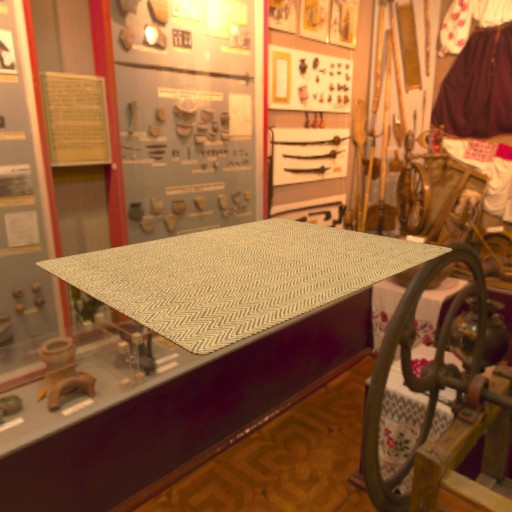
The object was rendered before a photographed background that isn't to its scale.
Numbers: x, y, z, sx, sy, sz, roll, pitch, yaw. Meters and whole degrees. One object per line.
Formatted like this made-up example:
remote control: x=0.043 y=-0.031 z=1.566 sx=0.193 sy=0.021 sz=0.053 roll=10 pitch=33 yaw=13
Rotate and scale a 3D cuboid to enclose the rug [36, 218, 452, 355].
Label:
rug: x=0.000 y=0.000 z=4.218 sx=3.207 sy=0.014 sz=2.439 roll=-14 pitch=21 yaw=-42
